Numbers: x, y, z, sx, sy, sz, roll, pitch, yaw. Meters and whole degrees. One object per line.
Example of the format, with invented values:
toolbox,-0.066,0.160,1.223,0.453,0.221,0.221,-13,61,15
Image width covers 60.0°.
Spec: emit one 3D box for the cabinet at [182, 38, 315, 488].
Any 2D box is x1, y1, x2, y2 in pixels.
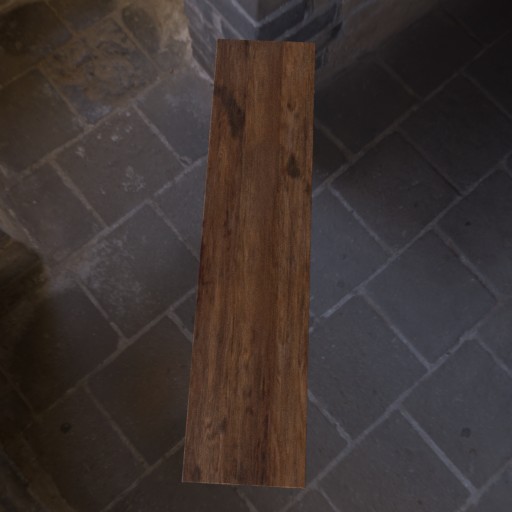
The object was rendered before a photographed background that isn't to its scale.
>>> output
cabinet,0.000,0.000,1.669,0.349,0.528,1.448,3,77,1
